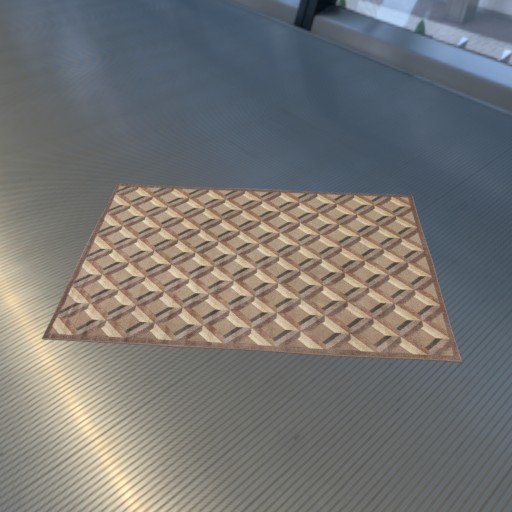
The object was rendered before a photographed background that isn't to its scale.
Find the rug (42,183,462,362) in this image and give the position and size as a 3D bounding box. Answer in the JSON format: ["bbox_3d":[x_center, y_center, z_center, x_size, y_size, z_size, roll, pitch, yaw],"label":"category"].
[{"bbox_3d":[0.000,0.000,2.131,1.677,0.011,1.066,3,45,3],"label":"rug"}]
